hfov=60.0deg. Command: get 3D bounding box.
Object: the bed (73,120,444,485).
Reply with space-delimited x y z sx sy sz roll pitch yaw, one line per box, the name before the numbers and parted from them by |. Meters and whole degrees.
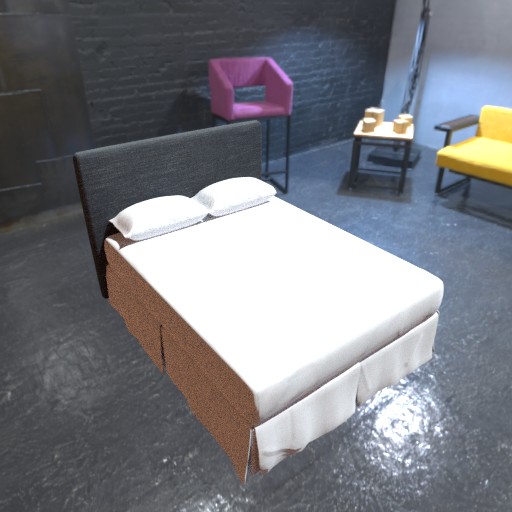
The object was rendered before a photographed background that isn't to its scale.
bed | 0.000 0.000 3.184 1.723 1.330 2.142 -21 36 -31
